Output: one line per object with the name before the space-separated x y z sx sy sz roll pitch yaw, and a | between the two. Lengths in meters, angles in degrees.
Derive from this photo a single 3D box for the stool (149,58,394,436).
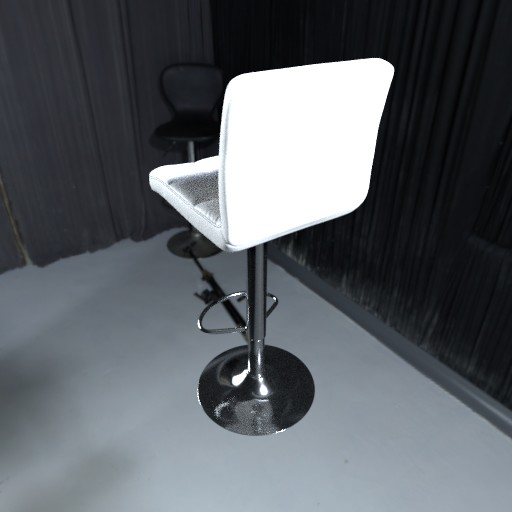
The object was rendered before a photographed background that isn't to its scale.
stool | 0.000 0.000 1.322 0.430 1.115 0.505 -20 37 -29
